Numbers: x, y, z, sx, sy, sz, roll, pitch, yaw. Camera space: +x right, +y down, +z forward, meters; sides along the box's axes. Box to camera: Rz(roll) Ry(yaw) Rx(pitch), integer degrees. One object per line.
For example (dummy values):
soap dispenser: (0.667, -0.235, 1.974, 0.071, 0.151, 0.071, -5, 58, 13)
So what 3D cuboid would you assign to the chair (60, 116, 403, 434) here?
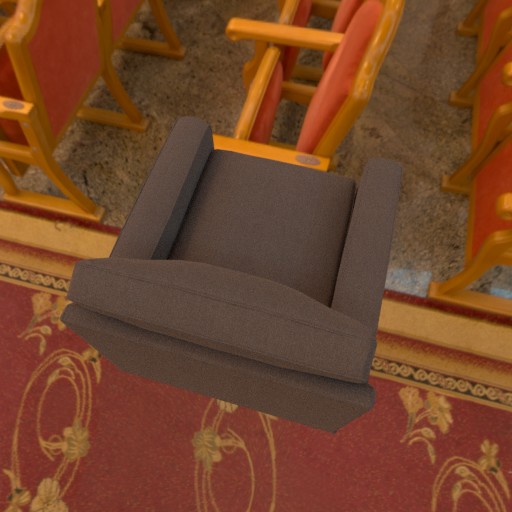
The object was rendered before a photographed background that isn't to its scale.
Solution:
chair: (0.000, 0.000, 1.792, 0.997, 0.913, 1.043, 14, 64, 7)
